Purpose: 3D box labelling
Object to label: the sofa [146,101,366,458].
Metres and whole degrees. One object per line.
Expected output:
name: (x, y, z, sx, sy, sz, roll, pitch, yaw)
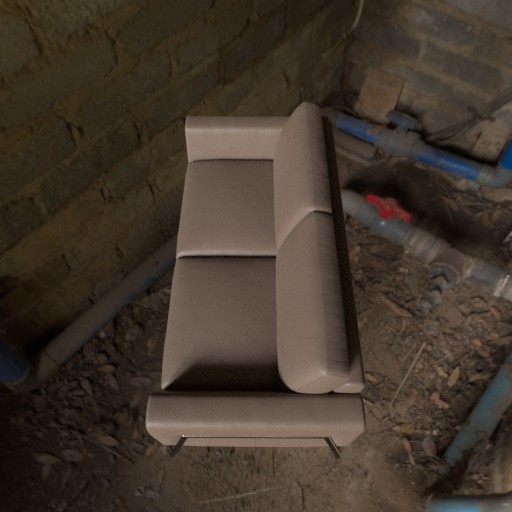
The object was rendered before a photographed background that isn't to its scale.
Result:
sofa: (0.000, 0.000, 2.564, 0.953, 0.875, 2.017, 0, 57, 0)
